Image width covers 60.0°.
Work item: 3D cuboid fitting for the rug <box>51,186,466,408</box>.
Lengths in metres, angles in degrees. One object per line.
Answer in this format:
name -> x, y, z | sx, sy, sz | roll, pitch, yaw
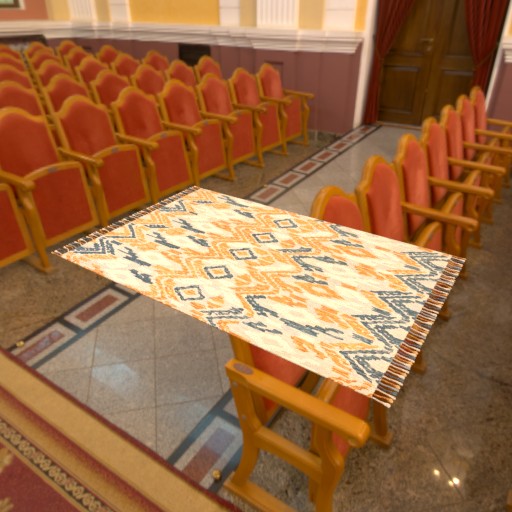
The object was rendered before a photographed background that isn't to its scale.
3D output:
rug -> 0.000, 0.000, 3.048 | 2.428, 0.010, 1.533 | 19, 35, 29
